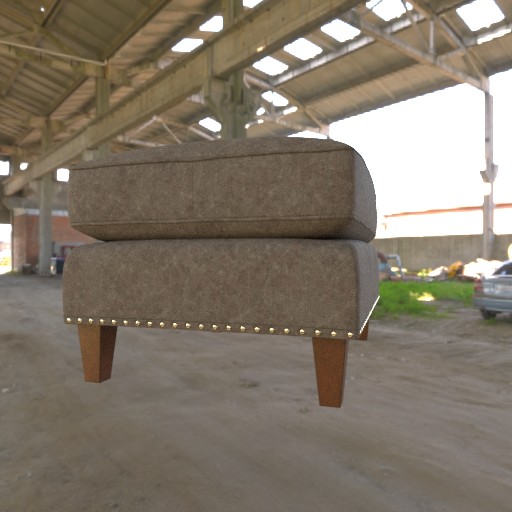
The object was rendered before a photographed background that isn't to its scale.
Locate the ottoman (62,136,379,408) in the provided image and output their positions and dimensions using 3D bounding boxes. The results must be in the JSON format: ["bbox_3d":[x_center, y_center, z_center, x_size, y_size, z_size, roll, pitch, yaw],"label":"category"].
[{"bbox_3d":[0.000,0.000,1.140,0.584,0.513,0.741,0,0,18],"label":"ottoman"}]
